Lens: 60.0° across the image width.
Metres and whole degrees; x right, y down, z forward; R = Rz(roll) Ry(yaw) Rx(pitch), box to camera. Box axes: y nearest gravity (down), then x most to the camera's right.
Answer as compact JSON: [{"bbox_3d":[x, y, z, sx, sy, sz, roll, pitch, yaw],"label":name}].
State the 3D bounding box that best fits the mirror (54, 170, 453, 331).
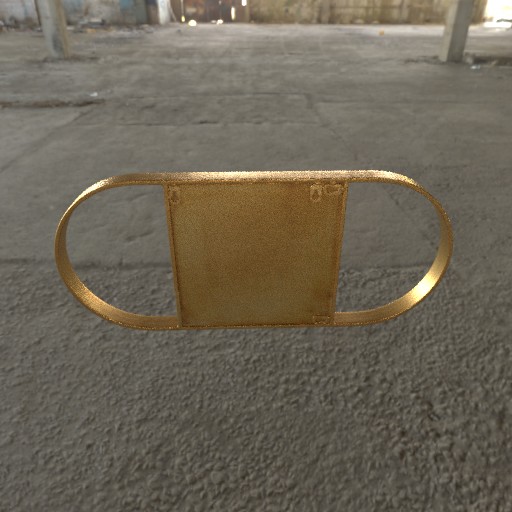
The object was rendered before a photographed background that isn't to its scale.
[{"bbox_3d":[0.000,0.000,0.668,0.584,0.254,0.032,-1,30,-2],"label":"mirror"}]
